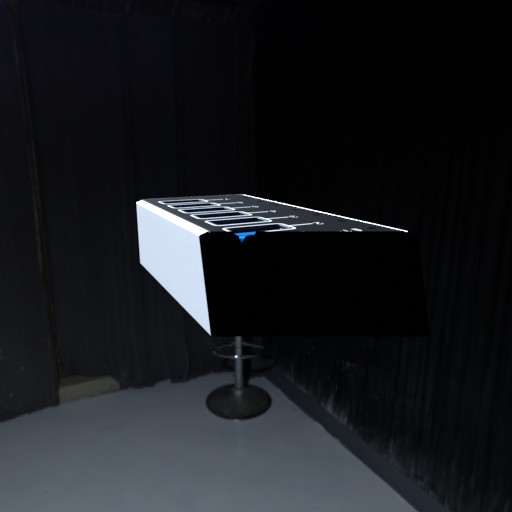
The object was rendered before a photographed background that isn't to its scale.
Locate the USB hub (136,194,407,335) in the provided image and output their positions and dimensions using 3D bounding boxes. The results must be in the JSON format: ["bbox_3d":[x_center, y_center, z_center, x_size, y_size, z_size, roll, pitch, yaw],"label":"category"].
[{"bbox_3d":[0.000,0.000,0.125,0.044,0.023,0.110,-7,15,-26],"label":"USB hub"}]
